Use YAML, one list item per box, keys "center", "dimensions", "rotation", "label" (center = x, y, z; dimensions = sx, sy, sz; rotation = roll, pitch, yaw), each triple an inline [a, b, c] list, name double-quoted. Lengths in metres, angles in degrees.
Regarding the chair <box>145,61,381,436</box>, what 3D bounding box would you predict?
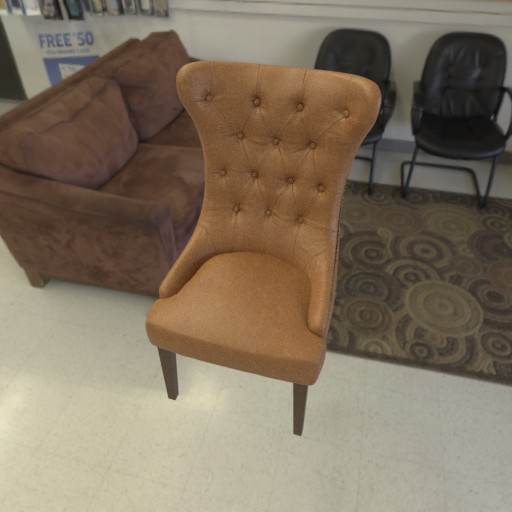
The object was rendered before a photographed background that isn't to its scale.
- center: [0.000, 0.000, 1.474]
  dimensions: [0.611, 1.065, 0.669]
  rotation: [11, 42, 13]
  label: "chair"
